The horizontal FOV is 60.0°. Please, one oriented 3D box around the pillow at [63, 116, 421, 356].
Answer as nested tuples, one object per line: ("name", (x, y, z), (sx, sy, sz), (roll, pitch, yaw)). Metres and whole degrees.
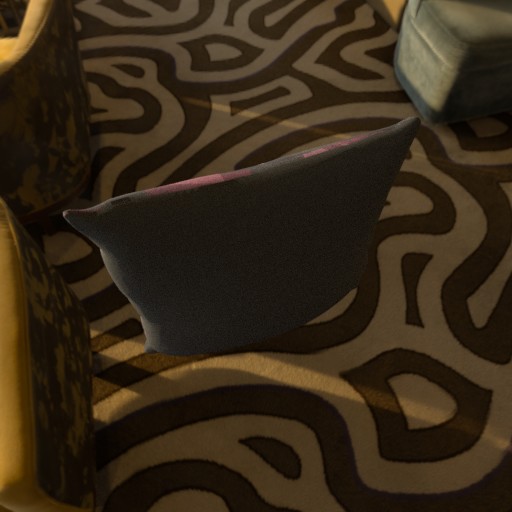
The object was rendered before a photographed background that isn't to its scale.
("pillow", (0.000, 0.000, 0.783), (0.503, 0.496, 0.208), (-16, 59, -10))
